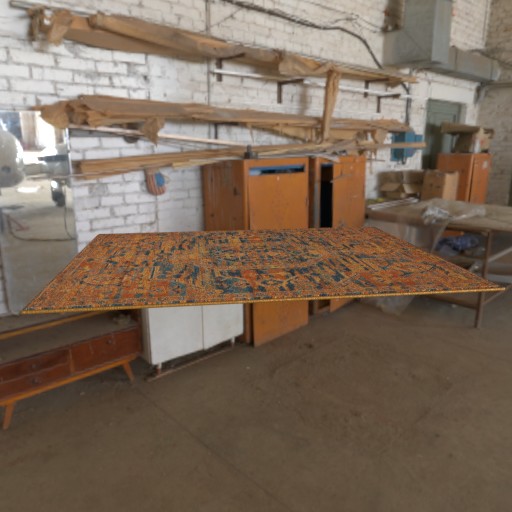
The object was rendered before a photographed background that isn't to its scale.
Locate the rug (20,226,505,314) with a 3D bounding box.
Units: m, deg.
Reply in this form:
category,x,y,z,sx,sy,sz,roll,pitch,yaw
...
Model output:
category,x,y,z,sx,sy,sz,roll,pitch,yaw
rug,0.000,0.000,2.744,2.204,0.024,1.588,-2,15,-8
